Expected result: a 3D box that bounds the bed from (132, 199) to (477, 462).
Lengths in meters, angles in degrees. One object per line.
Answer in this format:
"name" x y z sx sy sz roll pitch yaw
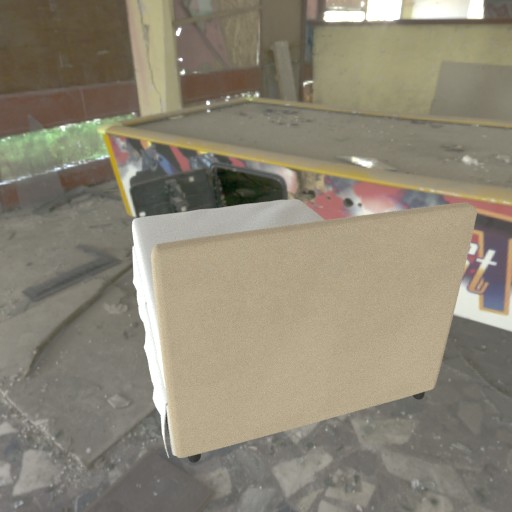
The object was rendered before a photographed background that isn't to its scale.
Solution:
"bed" 0.000 0.000 3.199 1.723 1.330 2.142 -9 28 -16
